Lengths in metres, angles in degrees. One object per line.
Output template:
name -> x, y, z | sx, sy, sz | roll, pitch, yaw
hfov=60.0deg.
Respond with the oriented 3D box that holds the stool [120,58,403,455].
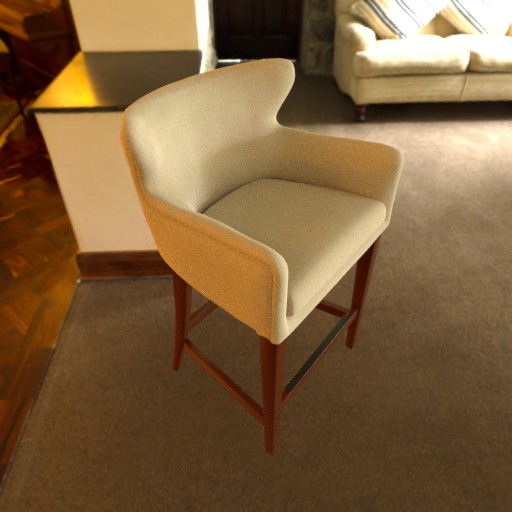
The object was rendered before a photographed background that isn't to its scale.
stool -> 0.000, 0.000, 1.320 | 0.570, 0.951, 0.601 | 26, 46, 28
